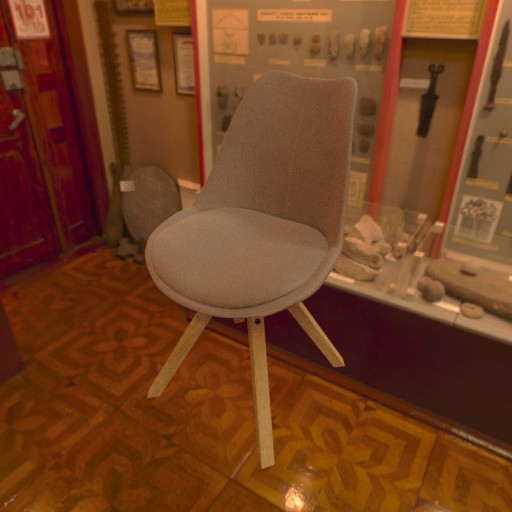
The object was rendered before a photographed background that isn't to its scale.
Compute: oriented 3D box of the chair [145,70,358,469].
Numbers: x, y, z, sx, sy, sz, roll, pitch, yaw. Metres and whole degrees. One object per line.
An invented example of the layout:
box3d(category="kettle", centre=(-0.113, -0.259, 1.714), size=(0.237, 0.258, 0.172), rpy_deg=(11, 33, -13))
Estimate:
box3d(category="chair", centre=(0.000, 0.000, 1.176), size=(0.485, 0.850, 0.550), rpy_deg=(19, 35, 29))
